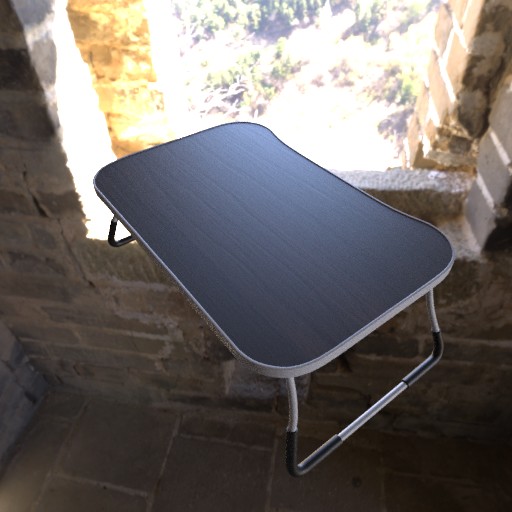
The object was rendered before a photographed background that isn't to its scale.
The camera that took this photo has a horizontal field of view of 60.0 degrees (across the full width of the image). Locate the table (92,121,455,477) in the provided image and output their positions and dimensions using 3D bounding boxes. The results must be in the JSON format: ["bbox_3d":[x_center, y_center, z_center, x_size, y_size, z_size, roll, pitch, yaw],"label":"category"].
[{"bbox_3d":[0.000,0.000,0.844,0.400,0.232,0.660,-27,49,-26],"label":"table"}]
